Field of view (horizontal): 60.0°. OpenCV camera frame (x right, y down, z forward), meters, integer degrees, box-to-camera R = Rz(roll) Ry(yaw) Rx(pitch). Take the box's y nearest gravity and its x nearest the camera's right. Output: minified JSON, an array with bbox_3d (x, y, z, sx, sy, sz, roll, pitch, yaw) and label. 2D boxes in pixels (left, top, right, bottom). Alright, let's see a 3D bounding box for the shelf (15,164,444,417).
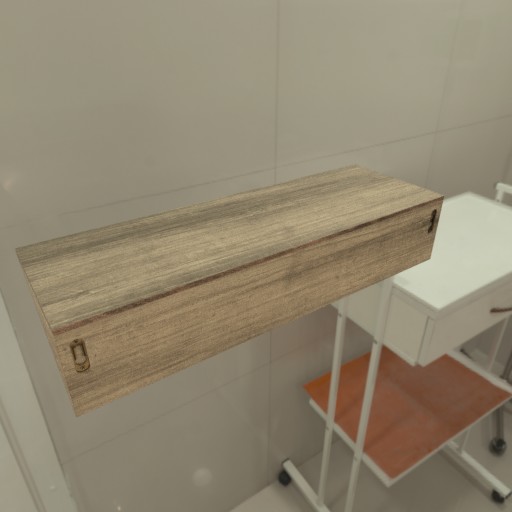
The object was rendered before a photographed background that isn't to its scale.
[{"bbox_3d":[0.000,0.000,0.675,0.610,0.125,0.200,-19,34,-30],"label":"shelf"}]
